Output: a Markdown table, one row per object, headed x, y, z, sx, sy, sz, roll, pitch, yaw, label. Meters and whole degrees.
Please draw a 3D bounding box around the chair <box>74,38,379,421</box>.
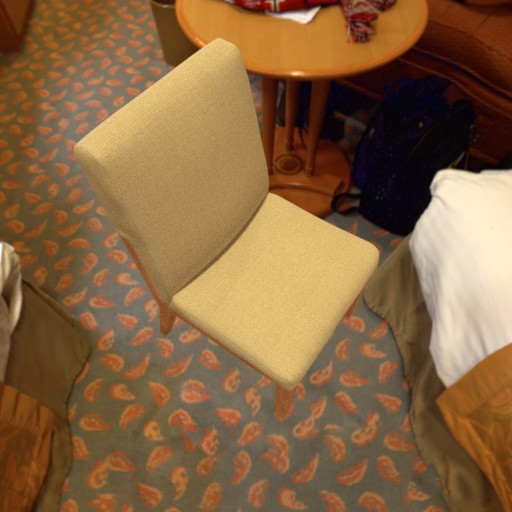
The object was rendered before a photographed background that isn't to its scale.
| x | y | z | sx | sy | sz | roll | pitch | yaw | label |
| --- | --- | --- | --- | --- | --- | --- | --- | --- | --- |
| 0.000 | 0.000 | 1.269 | 0.586 | 0.911 | 0.507 | 31 | 62 | 18 | chair |
